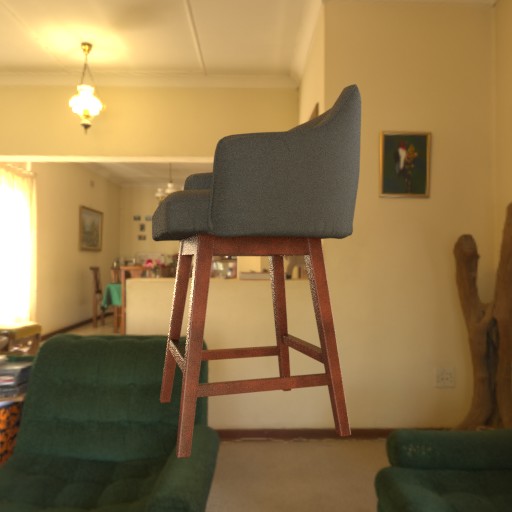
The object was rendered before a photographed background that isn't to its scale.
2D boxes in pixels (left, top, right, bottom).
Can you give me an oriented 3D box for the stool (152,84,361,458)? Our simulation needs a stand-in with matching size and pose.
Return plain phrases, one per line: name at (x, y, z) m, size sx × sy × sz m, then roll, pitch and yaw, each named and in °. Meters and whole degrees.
stool at (0.000, 0.000, 1.275) m, size 0.558 × 0.912 × 0.548 m, roll 0°, pitch -1°, yaw -17°
